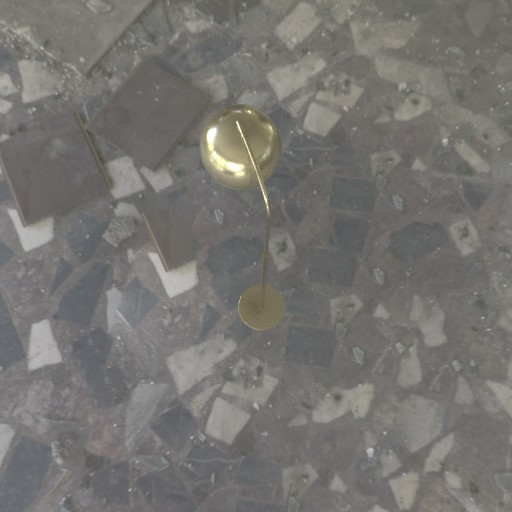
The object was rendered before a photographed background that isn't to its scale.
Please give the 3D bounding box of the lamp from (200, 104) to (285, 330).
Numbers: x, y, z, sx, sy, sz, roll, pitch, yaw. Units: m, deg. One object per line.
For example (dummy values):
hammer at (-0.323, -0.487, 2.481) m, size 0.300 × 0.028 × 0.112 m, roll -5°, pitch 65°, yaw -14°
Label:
lamp at (0.000, 0.000, 1.702) m, size 0.250 × 1.526 × 0.431 m, roll -19°, pitch 76°, yaw -5°
